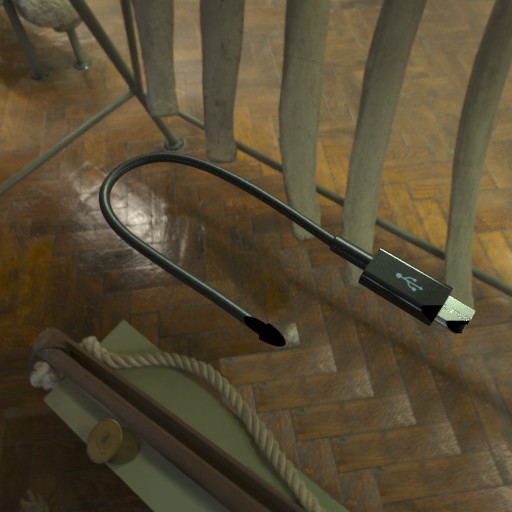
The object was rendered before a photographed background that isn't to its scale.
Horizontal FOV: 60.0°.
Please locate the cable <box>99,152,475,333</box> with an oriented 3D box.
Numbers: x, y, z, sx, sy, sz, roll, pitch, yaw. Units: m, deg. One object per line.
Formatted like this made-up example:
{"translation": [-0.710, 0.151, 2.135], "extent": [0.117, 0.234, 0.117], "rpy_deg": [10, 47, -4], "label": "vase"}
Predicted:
{"translation": [0.000, 0.000, 0.110], "extent": [0.098, 0.006, 0.040], "rpy_deg": [33, 64, 19], "label": "cable"}
